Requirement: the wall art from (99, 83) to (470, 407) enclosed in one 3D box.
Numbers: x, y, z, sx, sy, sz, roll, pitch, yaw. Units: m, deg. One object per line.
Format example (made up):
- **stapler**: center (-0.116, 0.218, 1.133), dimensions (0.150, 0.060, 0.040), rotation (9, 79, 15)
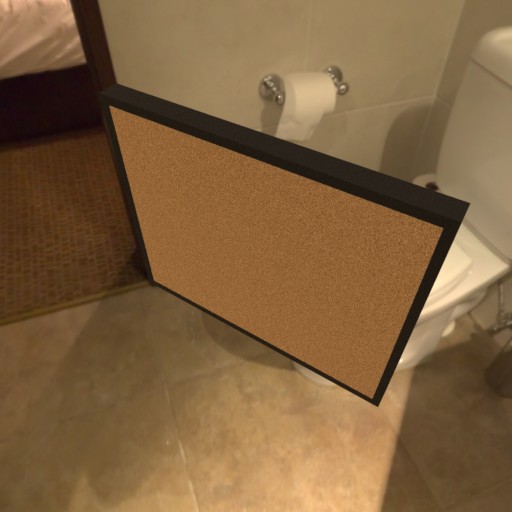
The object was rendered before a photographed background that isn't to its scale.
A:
- **wall art**: center (0.000, 0.000, 0.544), dimensions (0.397, 0.325, 0.028), rotation (25, 51, 22)
